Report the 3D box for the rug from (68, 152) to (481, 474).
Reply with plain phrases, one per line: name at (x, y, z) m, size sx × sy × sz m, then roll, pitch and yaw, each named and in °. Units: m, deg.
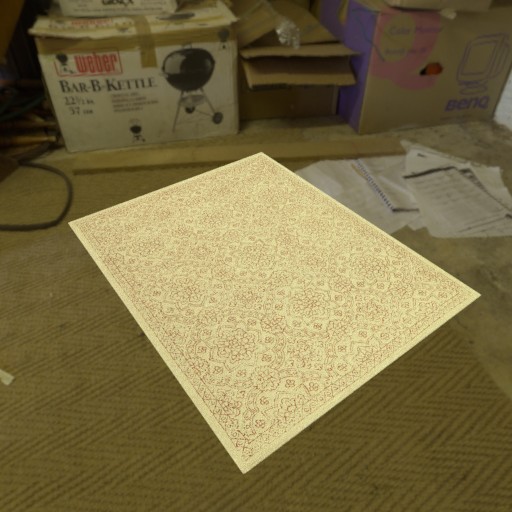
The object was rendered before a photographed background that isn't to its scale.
rug at (0.000, 0.000, 4.082) m, size 2.441 × 0.015 × 3.050 m, roll -26°, pitch 48°, yaw -26°
